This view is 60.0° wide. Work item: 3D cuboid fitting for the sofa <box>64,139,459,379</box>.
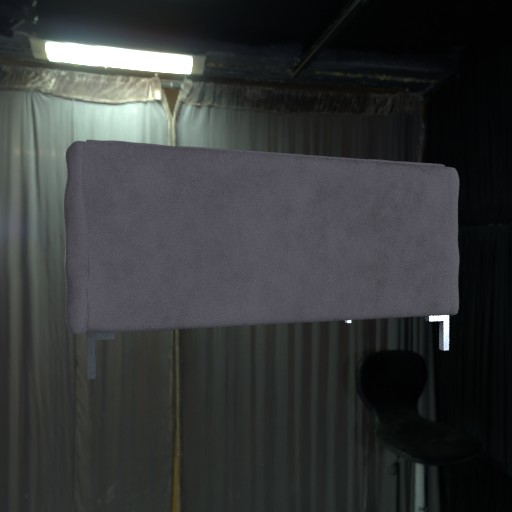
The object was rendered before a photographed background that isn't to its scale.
[{"bbox_3d":[0.000,0.000,2.077,1.583,0.810,0.909,0,0,-18],"label":"sofa"}]
